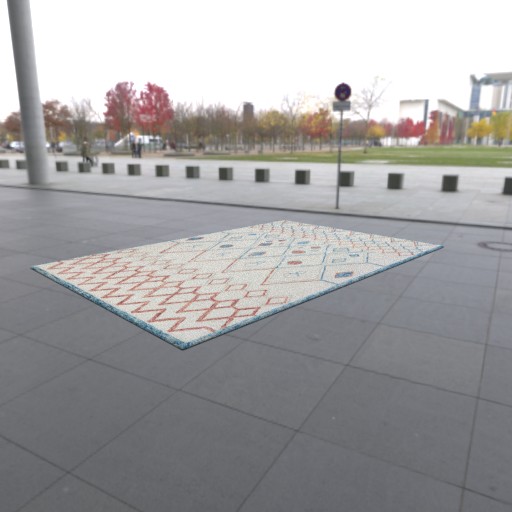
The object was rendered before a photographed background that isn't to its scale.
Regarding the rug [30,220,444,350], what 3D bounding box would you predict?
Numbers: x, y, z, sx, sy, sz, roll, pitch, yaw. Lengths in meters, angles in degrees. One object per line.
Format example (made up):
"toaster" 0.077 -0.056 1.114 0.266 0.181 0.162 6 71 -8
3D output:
"rug" 0.000 0.000 2.321 1.219 0.016 1.829 14 20 43
